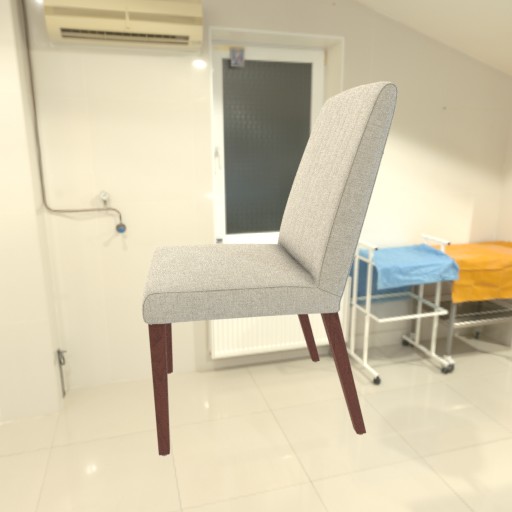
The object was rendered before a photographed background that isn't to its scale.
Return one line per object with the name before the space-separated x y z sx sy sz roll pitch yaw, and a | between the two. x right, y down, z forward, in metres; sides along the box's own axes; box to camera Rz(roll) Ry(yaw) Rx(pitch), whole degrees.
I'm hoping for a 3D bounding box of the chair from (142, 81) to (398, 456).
chair | 0.000 0.000 1.242 0.594 0.900 0.480 -2 14 -9
